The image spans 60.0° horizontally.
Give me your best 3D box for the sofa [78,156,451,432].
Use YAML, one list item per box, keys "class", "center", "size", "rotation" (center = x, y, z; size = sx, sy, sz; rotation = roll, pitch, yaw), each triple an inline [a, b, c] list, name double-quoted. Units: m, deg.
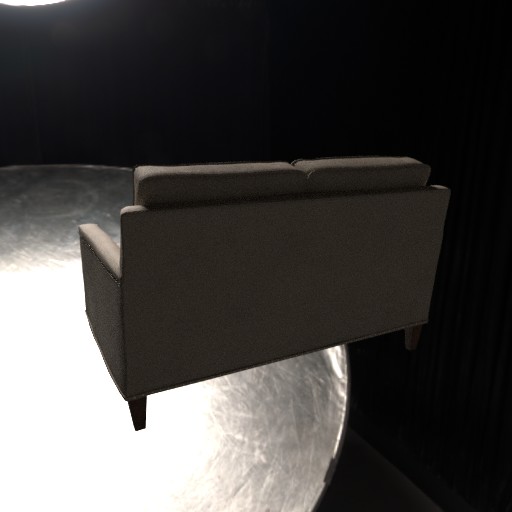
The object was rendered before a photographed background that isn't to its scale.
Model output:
- class: "sofa"
  center: [0.000, 0.000, 2.259]
  size: [1.597, 1.003, 1.084]
  rotation: [-8, 17, -27]
